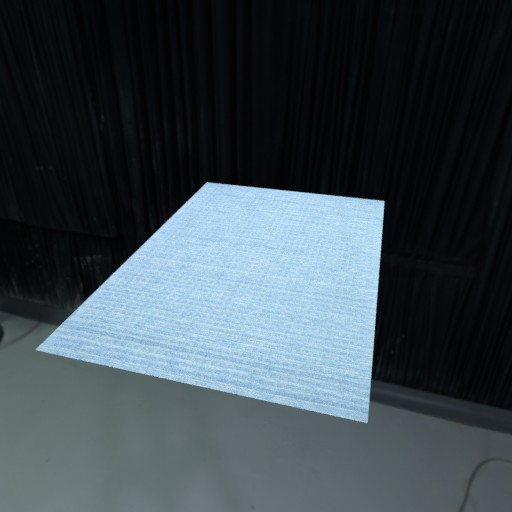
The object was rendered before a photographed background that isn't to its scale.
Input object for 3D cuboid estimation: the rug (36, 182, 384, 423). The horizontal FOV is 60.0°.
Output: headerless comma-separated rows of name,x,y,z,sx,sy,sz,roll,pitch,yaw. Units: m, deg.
rug,0.000,0.000,3.673,1.982,0.006,2.895,8,32,13
